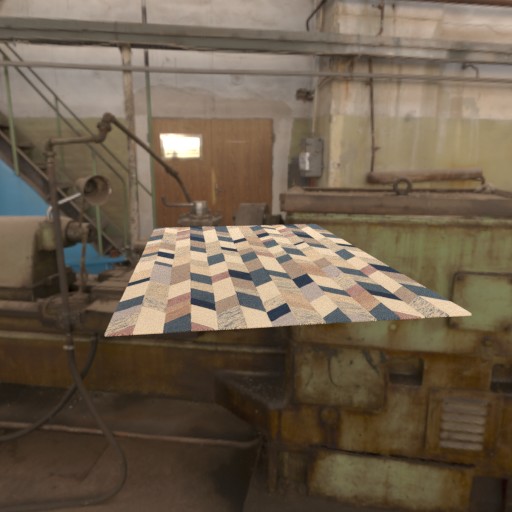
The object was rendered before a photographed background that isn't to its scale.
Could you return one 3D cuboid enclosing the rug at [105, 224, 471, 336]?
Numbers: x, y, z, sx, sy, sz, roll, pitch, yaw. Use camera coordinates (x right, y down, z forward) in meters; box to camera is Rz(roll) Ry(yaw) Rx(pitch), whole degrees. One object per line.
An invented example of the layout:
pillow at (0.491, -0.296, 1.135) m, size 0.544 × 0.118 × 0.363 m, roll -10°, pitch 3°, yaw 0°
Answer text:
rug at (0.000, 0.000, 2.943) m, size 1.513 × 0.008 × 2.423 m, roll -2°, pitch 13°, yaw -8°
